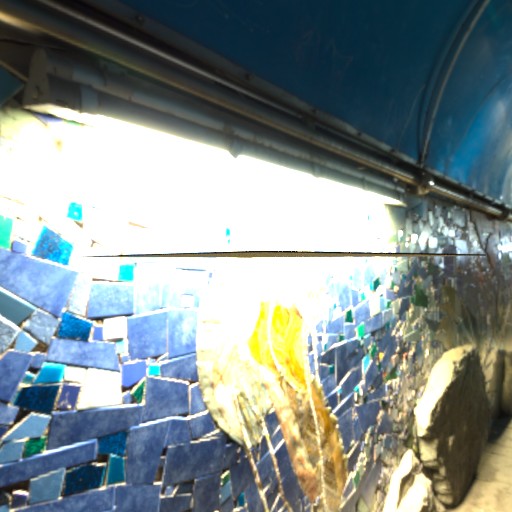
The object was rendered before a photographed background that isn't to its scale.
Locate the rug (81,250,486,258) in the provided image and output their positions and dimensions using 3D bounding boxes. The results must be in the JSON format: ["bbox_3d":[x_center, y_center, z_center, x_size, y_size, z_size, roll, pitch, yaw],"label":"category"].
[{"bbox_3d":[0.000,0.000,4.402,2.432,0.018,3.342,1,-1,-37],"label":"rug"}]
